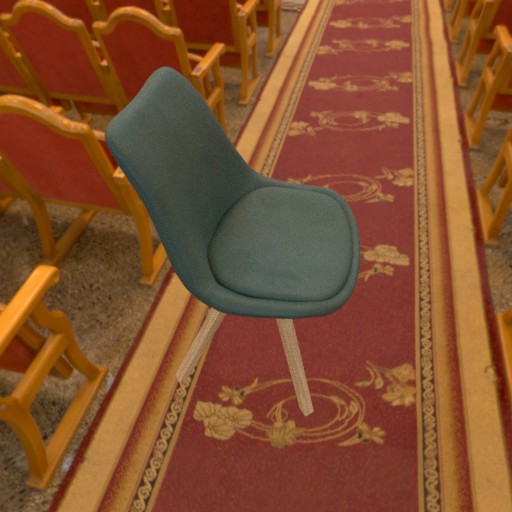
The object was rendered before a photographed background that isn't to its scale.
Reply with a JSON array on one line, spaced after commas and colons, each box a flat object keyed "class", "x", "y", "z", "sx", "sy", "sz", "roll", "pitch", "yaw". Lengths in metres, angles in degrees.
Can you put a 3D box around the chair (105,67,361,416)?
[{"class": "chair", "x": 0.000, "y": 0.000, "z": 1.200, "sx": 0.547, "sy": 0.865, "sz": 0.483, "roll": 10, "pitch": 48, "yaw": 9}]
